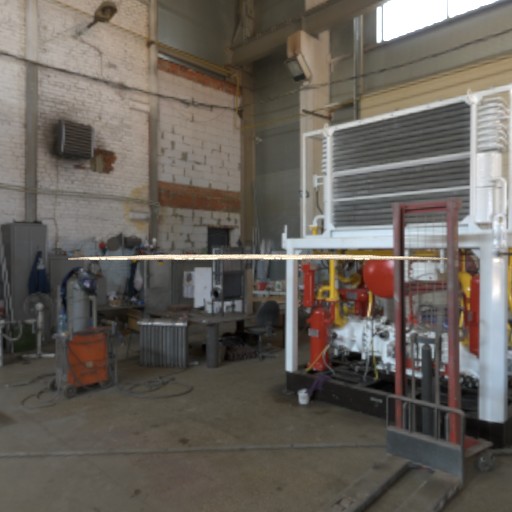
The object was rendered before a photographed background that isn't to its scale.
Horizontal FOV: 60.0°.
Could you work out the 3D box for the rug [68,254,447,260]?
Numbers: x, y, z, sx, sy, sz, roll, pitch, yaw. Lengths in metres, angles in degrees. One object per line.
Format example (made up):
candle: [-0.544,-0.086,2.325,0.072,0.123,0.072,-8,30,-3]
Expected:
rug: [0.000,0.000,2.184,1.142,0.010,1.748,0,0,-1]
